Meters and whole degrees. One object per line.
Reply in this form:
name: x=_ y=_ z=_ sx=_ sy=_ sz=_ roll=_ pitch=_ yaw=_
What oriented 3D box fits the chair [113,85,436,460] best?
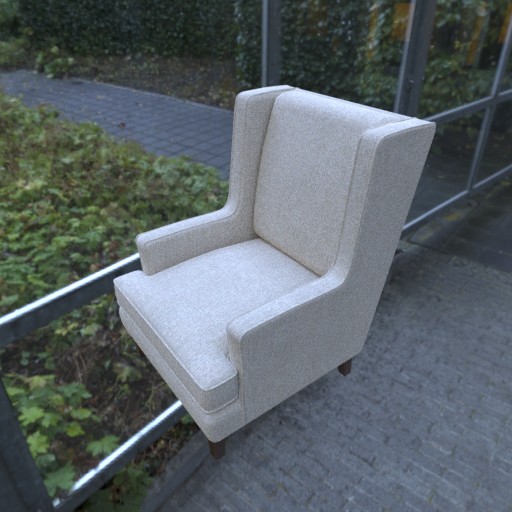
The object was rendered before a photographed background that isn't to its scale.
chair: x=0.000 y=0.000 z=1.759 sx=0.948 sy=1.082 sz=0.764 roll=-22 pitch=38 yaw=-31
